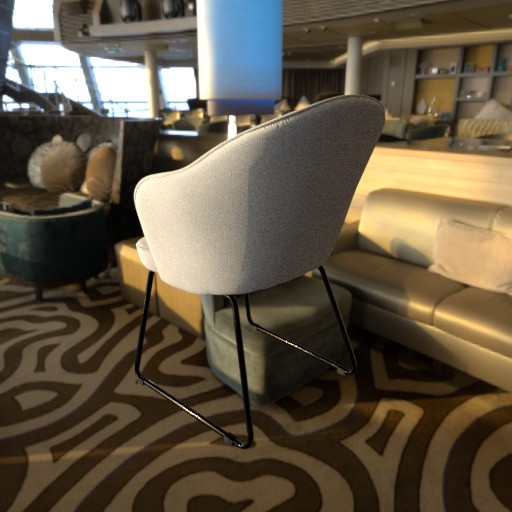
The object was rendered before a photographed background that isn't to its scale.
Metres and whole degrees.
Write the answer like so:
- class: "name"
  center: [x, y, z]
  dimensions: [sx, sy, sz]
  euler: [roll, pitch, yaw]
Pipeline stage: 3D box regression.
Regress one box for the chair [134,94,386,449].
- class: "chair"
  center: [0.000, 0.000, 1.203]
  dimensions: [0.592, 0.817, 0.570]
  euler: [18, 26, 42]
